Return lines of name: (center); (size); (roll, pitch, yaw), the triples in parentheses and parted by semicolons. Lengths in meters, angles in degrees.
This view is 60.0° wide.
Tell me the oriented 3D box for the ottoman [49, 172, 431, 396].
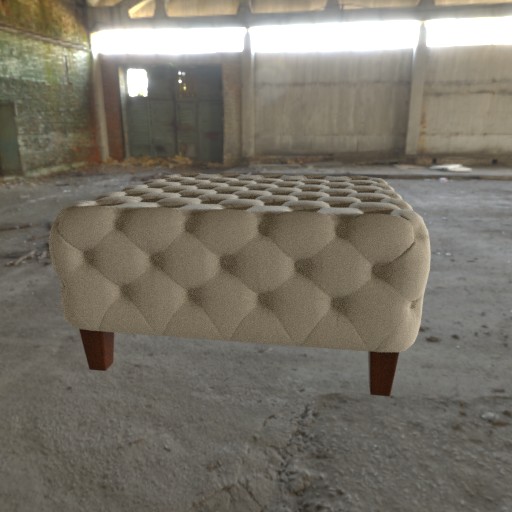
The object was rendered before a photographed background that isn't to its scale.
ottoman: (0.000, 0.000, 1.205); (0.753, 0.376, 0.755); (3, 16, 9)
